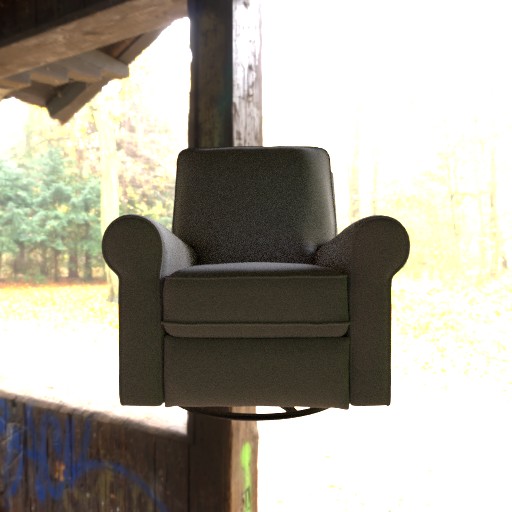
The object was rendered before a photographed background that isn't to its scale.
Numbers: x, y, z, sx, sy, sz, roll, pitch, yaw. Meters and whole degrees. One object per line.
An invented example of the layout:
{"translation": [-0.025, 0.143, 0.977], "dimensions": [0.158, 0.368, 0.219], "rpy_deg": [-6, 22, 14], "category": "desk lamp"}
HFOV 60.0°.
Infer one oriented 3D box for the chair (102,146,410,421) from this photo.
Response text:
{"translation": [0.000, 0.000, 1.661], "dimensions": [0.890, 0.960, 0.878], "rpy_deg": [0, 1, 0], "category": "chair"}
